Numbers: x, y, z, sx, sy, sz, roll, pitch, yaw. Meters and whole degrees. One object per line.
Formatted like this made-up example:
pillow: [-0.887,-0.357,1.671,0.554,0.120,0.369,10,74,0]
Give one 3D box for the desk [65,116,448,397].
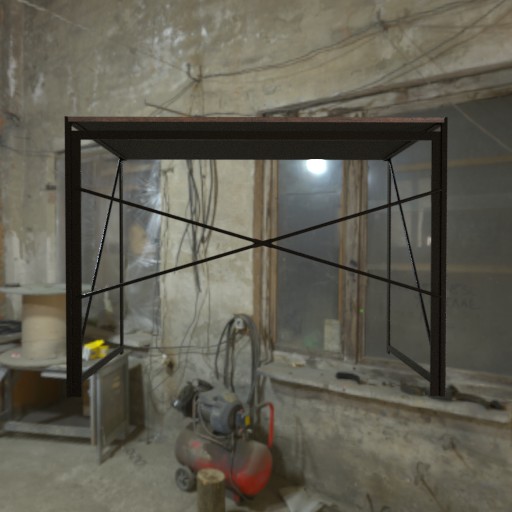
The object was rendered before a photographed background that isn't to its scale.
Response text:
desk: [0.000,0.000,1.433,1.015,0.747,0.505,0,1,0]
